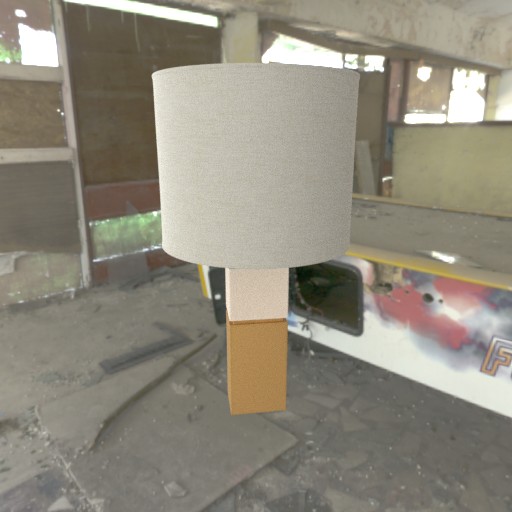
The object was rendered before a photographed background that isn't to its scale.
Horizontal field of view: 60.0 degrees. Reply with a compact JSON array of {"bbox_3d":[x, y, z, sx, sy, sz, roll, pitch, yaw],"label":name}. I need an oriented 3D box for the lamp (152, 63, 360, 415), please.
[{"bbox_3d":[0.000,0.000,0.555,0.229,0.417,0.229,-2,16,-8],"label":"lamp"}]
